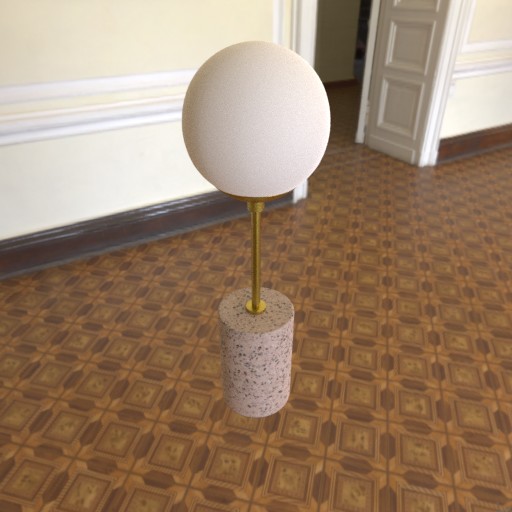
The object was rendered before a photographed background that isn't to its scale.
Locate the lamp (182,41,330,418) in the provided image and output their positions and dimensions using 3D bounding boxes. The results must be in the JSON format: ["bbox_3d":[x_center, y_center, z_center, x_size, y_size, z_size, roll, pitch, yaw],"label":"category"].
[{"bbox_3d":[0.000,0.000,0.548,0.153,0.480,0.153,0,32,0],"label":"lamp"}]
